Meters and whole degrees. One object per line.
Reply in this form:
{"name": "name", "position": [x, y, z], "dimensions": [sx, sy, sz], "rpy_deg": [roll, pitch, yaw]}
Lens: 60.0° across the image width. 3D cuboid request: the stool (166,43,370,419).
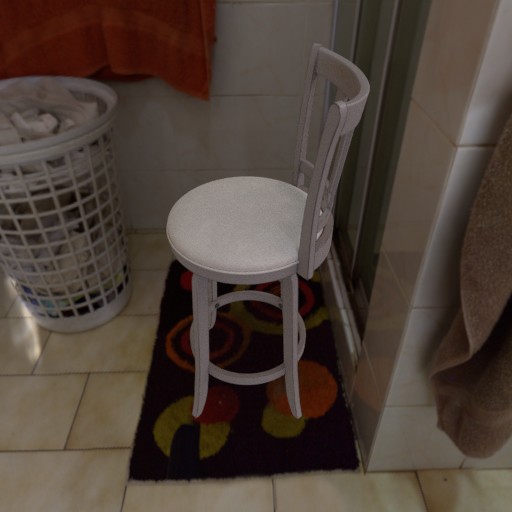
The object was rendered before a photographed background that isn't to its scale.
{"name": "stool", "position": [0.000, 0.000, 1.260], "dimensions": [0.475, 1.023, 0.436], "rpy_deg": [0, 39, 1]}
